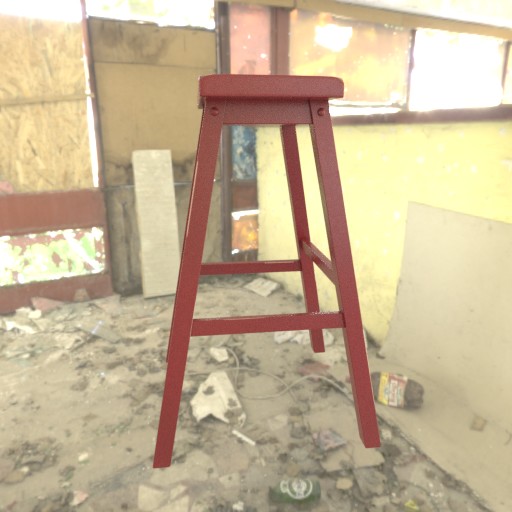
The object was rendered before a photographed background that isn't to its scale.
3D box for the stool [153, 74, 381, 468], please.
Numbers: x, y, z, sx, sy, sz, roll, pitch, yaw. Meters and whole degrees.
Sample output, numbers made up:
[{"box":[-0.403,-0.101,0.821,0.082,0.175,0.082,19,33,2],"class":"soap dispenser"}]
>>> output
[{"box":[0.000,0.000,1.031,0.476,0.737,0.457,-2,16,-7],"class":"stool"}]
